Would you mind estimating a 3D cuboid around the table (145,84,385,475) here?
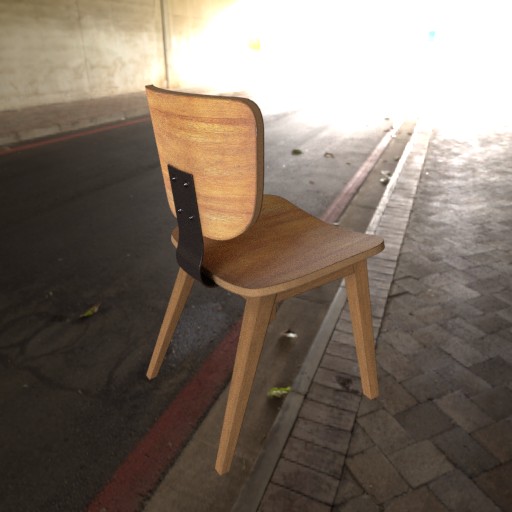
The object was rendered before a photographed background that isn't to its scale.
[{"bbox_3d":[0.000,0.000,1.122,0.500,0.805,0.499,-17,30,-32],"label":"table"}]
